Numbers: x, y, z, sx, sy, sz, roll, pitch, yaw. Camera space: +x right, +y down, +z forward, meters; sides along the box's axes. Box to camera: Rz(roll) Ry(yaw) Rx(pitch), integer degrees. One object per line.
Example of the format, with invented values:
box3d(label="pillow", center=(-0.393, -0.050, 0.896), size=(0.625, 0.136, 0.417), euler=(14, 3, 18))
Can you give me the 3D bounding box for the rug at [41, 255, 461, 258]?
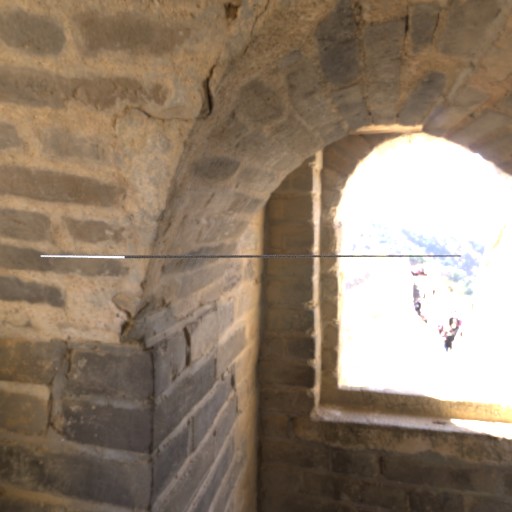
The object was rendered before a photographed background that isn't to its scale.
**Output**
box3d(label="rug", center=(0.000, 0.000, 2.879), size=(2.284, 0.008, 1.522), euler=(0, 0, -36))
